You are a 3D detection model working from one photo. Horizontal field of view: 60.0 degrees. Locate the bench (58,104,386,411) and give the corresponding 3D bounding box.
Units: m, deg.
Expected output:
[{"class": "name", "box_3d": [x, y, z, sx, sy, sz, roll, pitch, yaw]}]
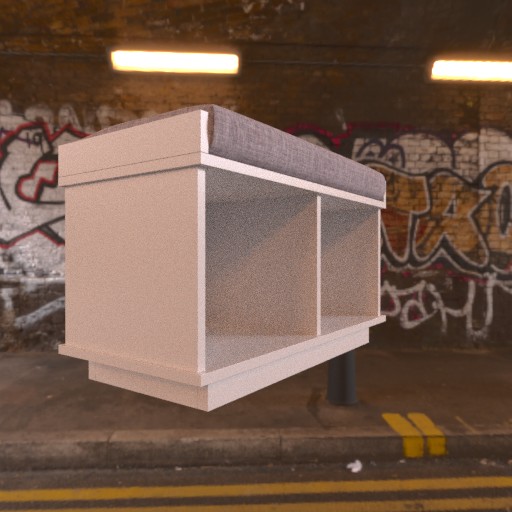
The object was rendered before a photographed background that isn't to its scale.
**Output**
[{"class": "bench", "box_3d": [0.000, 0.000, 1.002, 0.362, 0.461, 0.734, 0, 0, 36]}]
